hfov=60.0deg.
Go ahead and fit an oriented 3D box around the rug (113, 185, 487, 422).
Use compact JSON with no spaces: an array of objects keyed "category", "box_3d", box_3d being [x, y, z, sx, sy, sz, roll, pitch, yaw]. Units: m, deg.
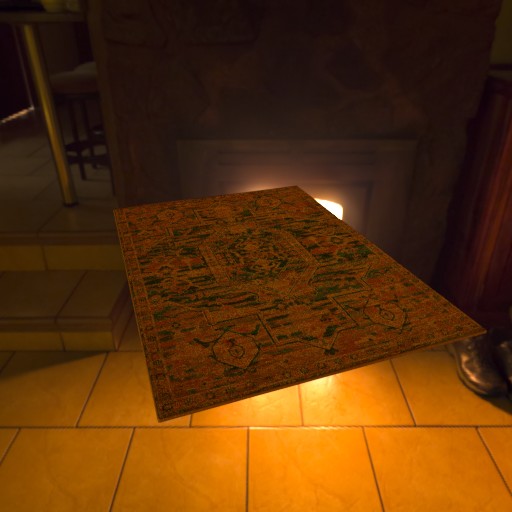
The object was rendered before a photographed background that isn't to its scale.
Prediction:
[{"category":"rug","box_3d":[0.000,0.000,2.817,1.588,0.024,2.204,-10,30,-17]}]
